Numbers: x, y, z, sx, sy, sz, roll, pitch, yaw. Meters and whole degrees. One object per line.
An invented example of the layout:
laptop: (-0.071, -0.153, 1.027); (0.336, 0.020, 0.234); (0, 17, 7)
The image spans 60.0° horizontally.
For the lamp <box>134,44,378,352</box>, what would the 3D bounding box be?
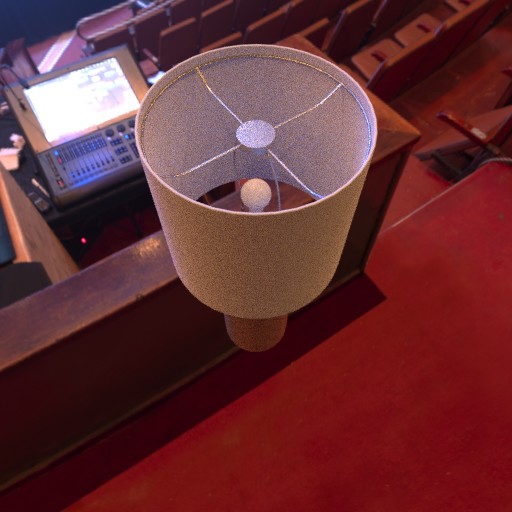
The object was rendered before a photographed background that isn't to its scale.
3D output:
lamp: (0.000, 0.000, 0.577); (0.207, 0.461, 0.207); (-31, 64, -17)
